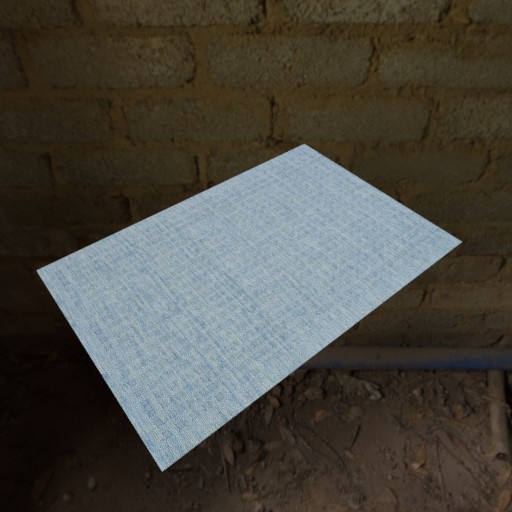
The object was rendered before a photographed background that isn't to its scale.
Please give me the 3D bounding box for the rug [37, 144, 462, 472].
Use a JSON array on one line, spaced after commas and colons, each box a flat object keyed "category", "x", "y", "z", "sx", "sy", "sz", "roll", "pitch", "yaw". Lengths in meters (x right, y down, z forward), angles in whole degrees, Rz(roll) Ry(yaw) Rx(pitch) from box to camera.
[{"category": "rug", "x": 0.000, "y": 0.000, "z": 2.851, "sx": 2.286, "sy": 0.006, "sz": 1.522, "roll": -30, "pitch": 53, "yaw": -26}]
